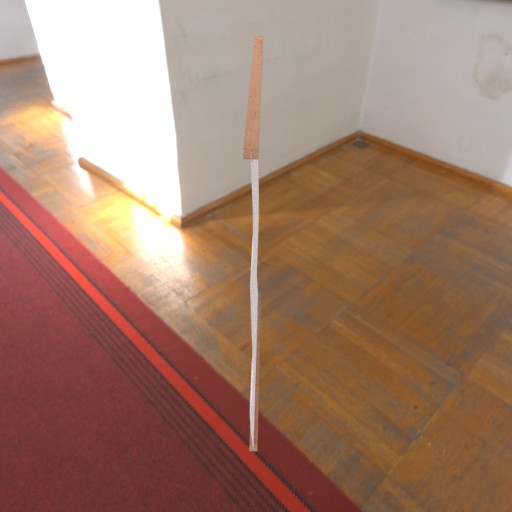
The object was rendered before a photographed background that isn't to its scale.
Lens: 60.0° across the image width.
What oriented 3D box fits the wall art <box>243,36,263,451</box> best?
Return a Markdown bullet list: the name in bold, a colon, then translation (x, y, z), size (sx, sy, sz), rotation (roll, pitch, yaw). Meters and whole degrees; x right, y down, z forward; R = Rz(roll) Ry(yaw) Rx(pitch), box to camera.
- **wall art**: translation (0.000, 0.000, 0.645), size (0.012, 0.508, 0.332), rotation (1, 40, 1)
